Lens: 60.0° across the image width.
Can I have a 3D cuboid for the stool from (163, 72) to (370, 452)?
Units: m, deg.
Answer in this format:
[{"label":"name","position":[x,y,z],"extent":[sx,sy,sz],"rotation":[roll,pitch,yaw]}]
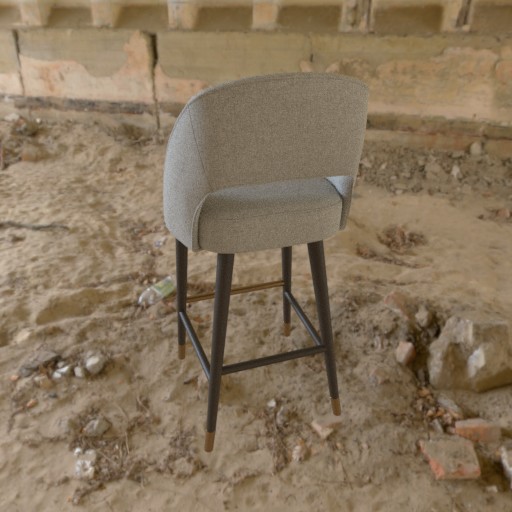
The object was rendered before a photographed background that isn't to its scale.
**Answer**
[{"label":"stool","position":[0.000,0.000,1.293],"extent":[0.494,1.037,0.509],"rotation":[-9,29,-17]}]
